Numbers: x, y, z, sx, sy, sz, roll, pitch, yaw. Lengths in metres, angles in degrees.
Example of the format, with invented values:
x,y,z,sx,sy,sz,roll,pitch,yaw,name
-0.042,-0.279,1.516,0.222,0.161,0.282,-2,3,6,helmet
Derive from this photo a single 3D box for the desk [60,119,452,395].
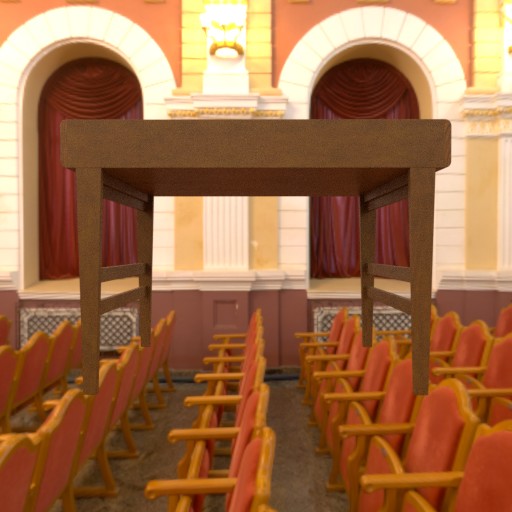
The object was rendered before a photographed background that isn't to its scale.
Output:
x,y,z,sx,sy,sz,roll,pitch,yaw,name
0.000,0.000,1.543,1.066,0.754,0.660,0,1,0,desk
